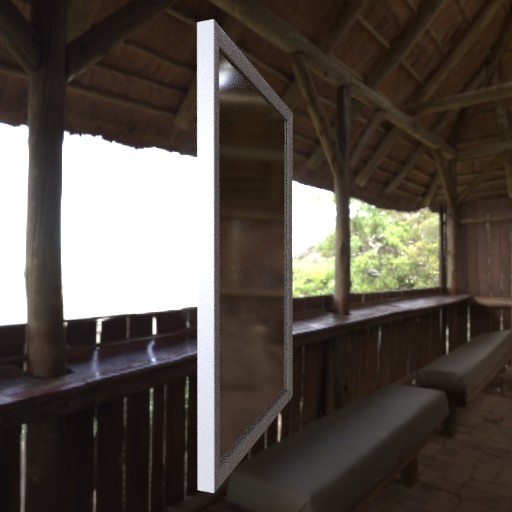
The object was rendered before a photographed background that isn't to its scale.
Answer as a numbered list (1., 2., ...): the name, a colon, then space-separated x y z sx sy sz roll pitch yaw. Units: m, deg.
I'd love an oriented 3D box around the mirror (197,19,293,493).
1. mirror: 0.000 0.000 1.149 0.041 0.914 0.609 0 0 19
